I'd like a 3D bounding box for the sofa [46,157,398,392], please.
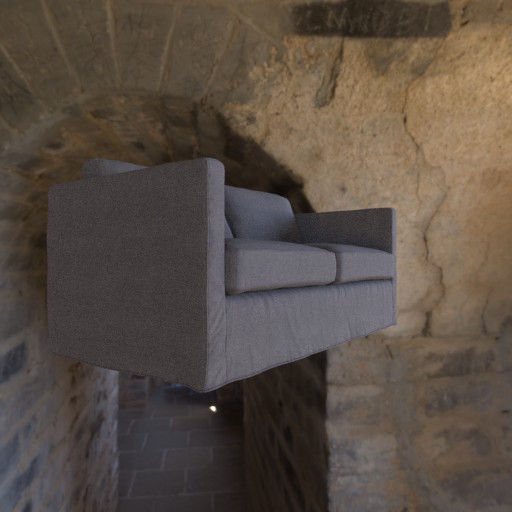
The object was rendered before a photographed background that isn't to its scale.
[{"bbox_3d":[0.000,0.000,2.346,0.974,0.854,1.802,0,-1,36],"label":"sofa"}]
